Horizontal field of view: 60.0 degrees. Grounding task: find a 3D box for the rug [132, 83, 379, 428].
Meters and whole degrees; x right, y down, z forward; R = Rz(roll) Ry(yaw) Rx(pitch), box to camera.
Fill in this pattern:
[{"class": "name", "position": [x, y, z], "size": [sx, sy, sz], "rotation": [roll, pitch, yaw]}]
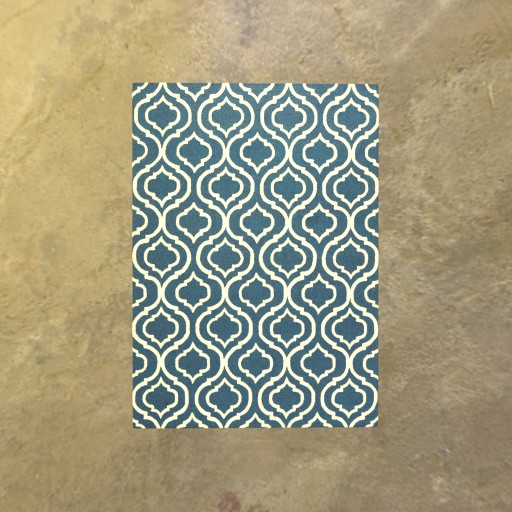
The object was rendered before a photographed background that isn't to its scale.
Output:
[{"class": "rug", "position": [0.000, 0.000, 2.748], "size": [1.524, 0.010, 2.134], "rotation": [0, 90, -1]}]
